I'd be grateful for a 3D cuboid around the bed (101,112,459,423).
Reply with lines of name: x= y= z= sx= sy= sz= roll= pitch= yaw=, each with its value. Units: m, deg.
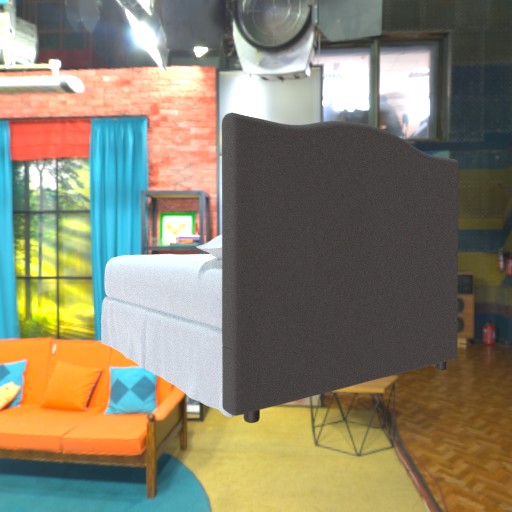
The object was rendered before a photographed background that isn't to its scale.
bed: x=0.000 y=0.000 z=3.089 sx=1.666 sy=1.387 sz=2.036 roll=-1 pitch=1 yaw=-35
